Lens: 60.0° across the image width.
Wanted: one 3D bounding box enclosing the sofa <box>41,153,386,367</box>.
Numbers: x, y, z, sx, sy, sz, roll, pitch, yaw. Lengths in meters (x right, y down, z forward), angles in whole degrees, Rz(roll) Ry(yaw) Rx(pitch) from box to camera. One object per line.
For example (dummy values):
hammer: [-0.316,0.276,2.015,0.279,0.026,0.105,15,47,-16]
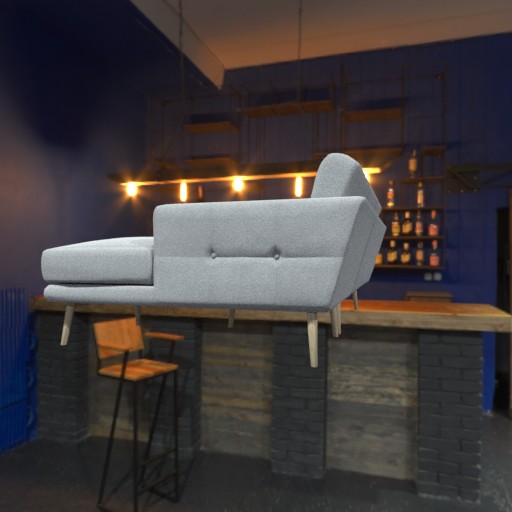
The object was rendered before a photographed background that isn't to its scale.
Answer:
sofa: [0.000,0.000,2.836,1.530,0.860,2.040,0,0,18]
